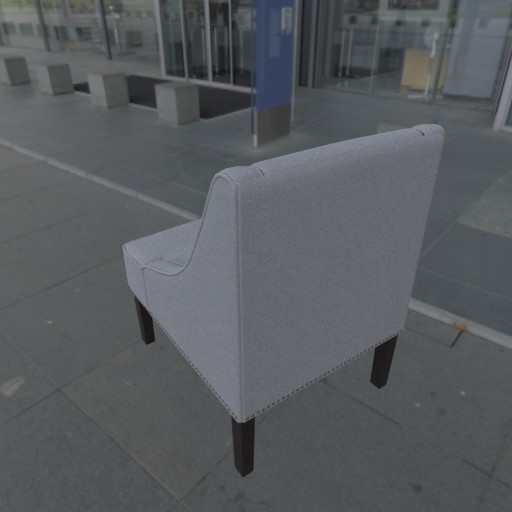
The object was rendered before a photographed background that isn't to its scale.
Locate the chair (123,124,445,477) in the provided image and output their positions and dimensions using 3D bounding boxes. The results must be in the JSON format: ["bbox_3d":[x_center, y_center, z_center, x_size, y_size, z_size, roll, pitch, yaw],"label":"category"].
[{"bbox_3d":[0.000,0.000,1.389,0.631,0.867,0.747,-20,36,-30],"label":"chair"}]
